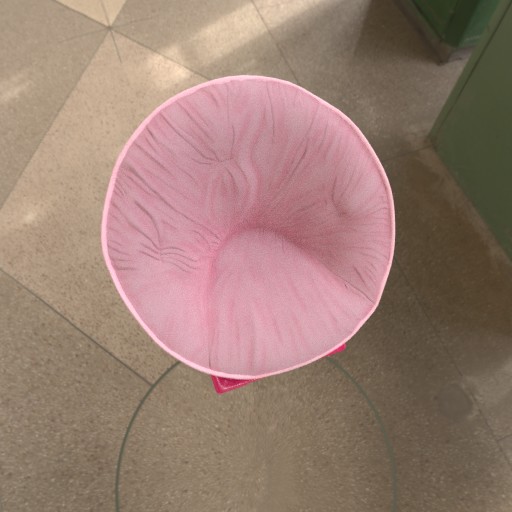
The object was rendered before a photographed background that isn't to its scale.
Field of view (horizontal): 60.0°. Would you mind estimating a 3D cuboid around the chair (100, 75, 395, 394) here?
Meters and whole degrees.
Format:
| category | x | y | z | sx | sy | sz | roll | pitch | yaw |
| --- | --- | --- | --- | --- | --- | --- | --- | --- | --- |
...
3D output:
| category | x | y | z | sx | sy | sz | roll | pitch | yaw |
| --- | --- | --- | --- | --- | --- | --- | --- | --- | --- |
| chair | 0.000 | 0.000 | 0.880 | 0.522 | 0.494 | 0.459 | -17 | 65 | -8 |
